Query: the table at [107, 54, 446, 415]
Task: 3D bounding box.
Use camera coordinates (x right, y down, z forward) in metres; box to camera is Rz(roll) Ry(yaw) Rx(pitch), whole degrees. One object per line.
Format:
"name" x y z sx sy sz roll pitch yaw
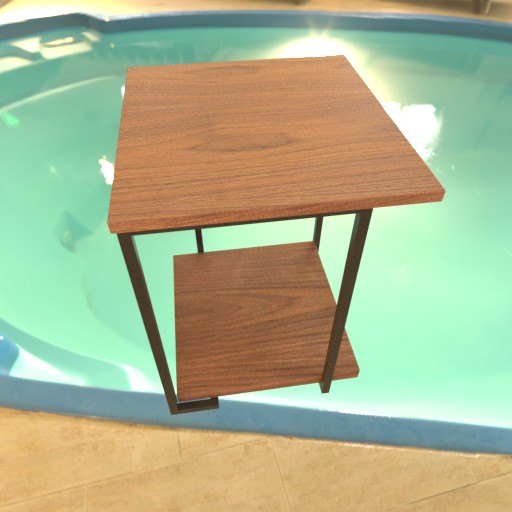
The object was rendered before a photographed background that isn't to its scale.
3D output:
"table" 0.000 0.000 0.837 0.384 0.567 0.411 -6 46 -6
